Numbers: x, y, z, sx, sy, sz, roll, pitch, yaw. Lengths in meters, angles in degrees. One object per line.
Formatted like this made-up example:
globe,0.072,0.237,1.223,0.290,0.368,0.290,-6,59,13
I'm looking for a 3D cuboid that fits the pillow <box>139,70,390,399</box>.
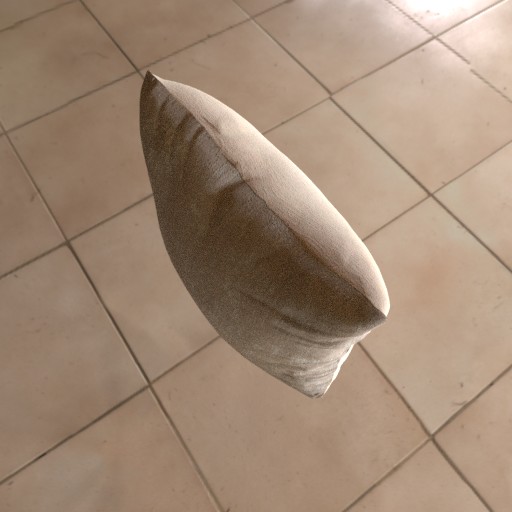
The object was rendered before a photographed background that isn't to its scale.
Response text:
pillow,0.000,0.000,0.712,0.245,0.448,0.450,-33,69,-15
